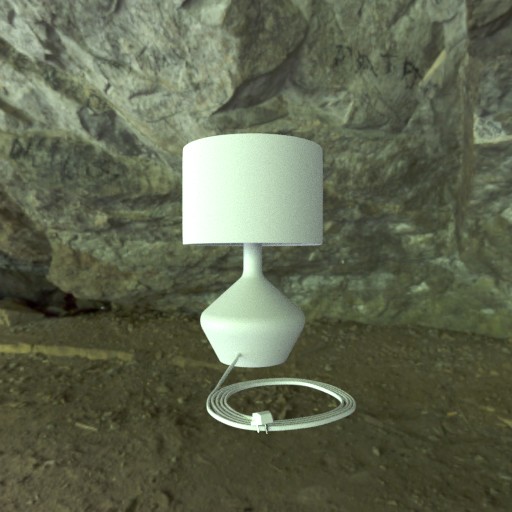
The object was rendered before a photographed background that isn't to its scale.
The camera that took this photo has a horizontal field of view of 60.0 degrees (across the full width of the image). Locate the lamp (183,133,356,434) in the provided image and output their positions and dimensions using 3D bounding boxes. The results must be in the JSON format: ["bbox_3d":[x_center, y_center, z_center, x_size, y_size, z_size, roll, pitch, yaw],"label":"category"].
[{"bbox_3d":[0.000,0.000,0.848,0.401,0.457,0.546,0,0,19],"label":"lamp"}]
